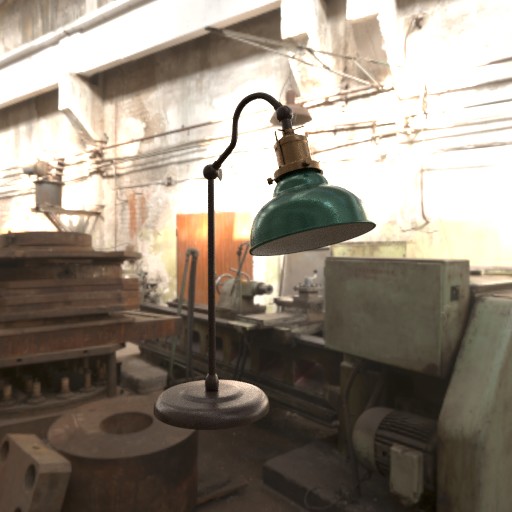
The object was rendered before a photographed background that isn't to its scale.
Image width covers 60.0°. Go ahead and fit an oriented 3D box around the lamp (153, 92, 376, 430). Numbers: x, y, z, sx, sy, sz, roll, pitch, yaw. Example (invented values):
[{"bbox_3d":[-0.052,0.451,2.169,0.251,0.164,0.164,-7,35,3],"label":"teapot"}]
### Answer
[{"bbox_3d":[0.000,0.000,0.689,0.374,0.508,0.192,0,0,36],"label":"lamp"}]
